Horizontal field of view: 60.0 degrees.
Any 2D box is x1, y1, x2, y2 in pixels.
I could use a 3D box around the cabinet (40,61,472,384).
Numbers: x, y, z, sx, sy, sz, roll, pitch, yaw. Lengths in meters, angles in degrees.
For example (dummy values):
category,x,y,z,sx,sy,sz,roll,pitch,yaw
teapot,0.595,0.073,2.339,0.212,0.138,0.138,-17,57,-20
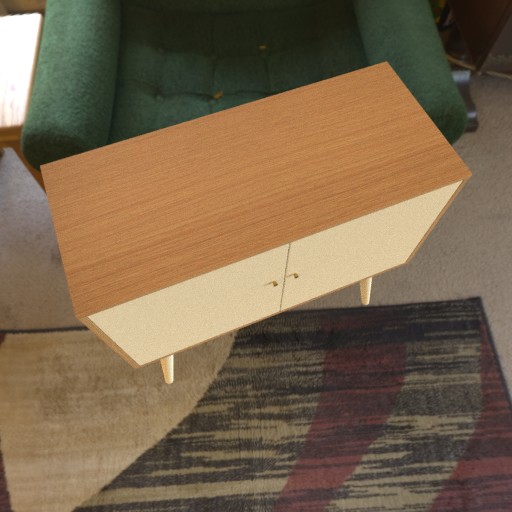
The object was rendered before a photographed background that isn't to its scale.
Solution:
category,x,y,z,sx,sy,sz,roll,pitch,yaw
cabinet,0.000,0.000,1.633,1.057,1.016,0.470,-20,65,-10
